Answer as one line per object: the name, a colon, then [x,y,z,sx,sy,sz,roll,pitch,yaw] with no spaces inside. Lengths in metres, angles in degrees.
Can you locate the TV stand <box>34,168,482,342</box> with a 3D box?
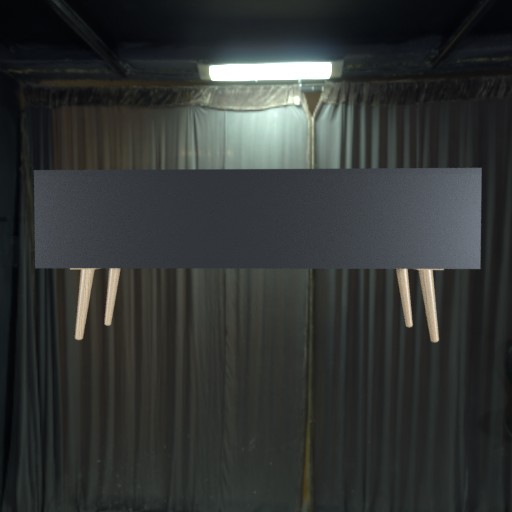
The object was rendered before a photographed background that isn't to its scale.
TV stand: [0.000,0.000,1.497,1.312,0.518,0.390,0,1,2]
